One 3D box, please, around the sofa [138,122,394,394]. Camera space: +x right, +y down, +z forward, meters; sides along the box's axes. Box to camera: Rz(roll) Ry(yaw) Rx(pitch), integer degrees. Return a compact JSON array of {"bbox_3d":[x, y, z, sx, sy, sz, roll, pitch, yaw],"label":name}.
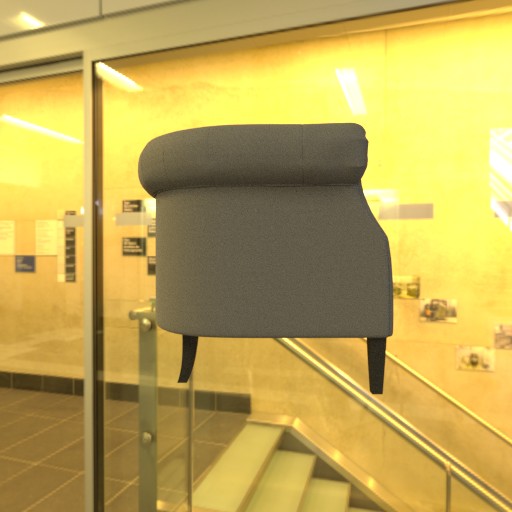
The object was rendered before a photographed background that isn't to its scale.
[{"bbox_3d":[0.000,0.000,2.028,0.835,0.827,1.558,0,1,-1],"label":"sofa"}]
